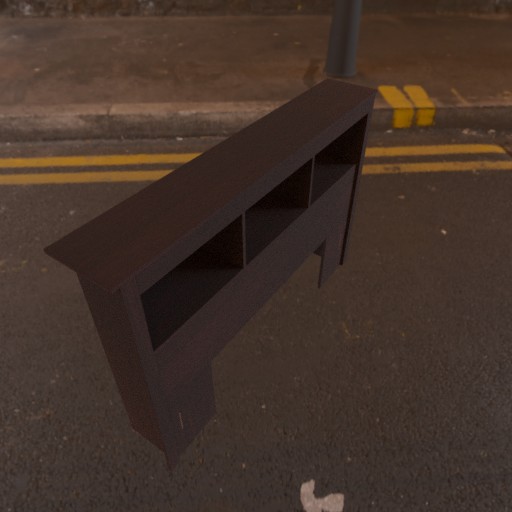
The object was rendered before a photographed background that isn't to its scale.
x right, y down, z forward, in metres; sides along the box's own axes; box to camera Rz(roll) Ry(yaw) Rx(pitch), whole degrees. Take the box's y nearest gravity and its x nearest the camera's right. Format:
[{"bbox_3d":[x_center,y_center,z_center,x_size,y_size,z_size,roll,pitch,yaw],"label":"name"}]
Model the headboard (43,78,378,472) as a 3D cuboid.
[{"bbox_3d":[0.000,0.000,2.050,0.279,1.092,1.671,25,46,26],"label":"headboard"}]
